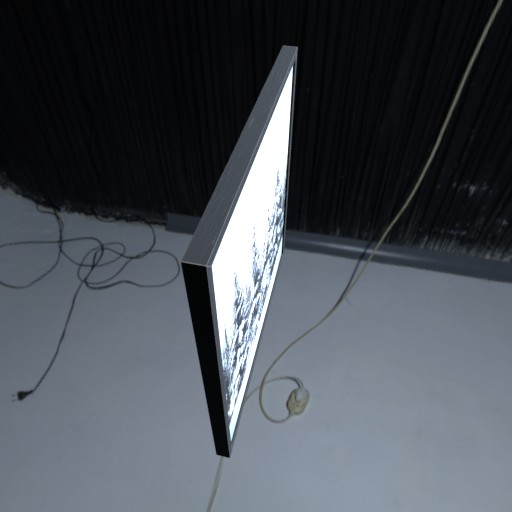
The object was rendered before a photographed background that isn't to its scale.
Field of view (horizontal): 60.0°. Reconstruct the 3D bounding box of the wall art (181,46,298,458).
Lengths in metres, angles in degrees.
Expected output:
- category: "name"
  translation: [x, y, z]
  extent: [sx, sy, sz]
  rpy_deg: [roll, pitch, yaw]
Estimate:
- category: "wall art"
  translation: [0.000, 0.000, 1.146]
  extent: [0.037, 0.761, 0.761]
  rpy_deg: [10, 48, 9]
